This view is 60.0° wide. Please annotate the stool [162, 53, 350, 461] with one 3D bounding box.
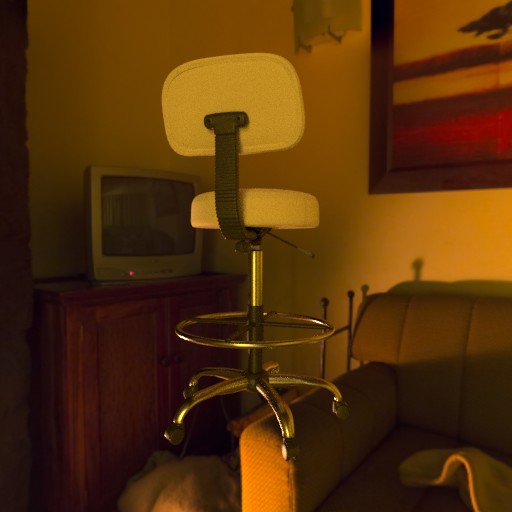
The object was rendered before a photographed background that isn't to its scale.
[{"bbox_3d":[0.000,0.000,1.471,0.609,1.080,0.616,1,2,17],"label":"stool"}]
